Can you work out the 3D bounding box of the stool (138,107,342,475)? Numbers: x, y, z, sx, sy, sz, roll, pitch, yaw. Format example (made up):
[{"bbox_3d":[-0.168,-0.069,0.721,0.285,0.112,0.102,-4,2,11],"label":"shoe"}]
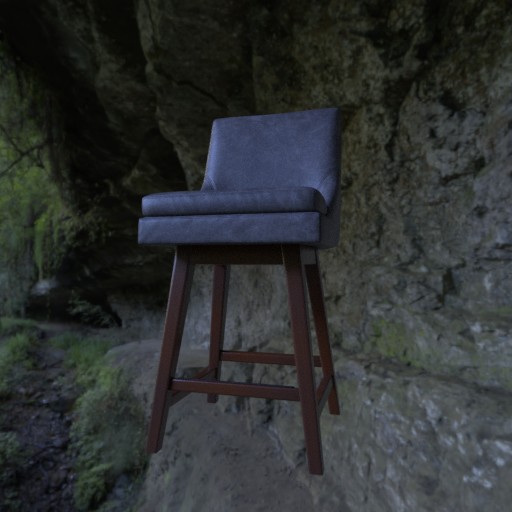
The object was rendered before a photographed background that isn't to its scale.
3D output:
[{"bbox_3d":[0.000,0.000,1.367,0.492,1.046,0.587,0,-1,16],"label":"stool"}]
